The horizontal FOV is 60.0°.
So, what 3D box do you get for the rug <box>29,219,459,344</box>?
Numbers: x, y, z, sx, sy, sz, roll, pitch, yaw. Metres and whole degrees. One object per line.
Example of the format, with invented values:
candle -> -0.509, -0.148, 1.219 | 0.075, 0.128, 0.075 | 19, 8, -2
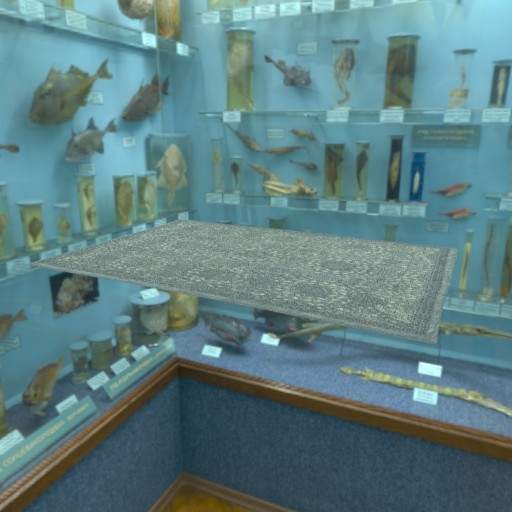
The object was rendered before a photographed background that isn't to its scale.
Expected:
rug -> 0.000, 0.000, 2.254 | 1.830, 0.016, 1.224 | 8, 18, 25
